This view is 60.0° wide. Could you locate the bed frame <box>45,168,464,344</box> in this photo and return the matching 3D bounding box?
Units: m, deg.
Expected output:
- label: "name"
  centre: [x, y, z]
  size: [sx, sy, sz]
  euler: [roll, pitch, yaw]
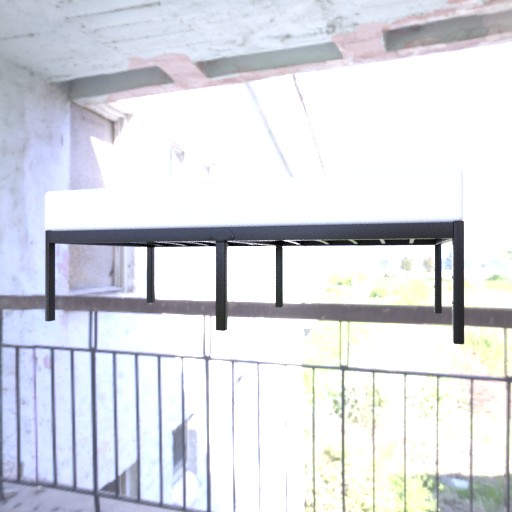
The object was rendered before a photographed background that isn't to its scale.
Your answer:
- label: "bed frame"
  centre: [0.000, 0.000, 2.414]
  size: [1.950, 0.659, 1.023]
  euler: [0, 0, 18]
